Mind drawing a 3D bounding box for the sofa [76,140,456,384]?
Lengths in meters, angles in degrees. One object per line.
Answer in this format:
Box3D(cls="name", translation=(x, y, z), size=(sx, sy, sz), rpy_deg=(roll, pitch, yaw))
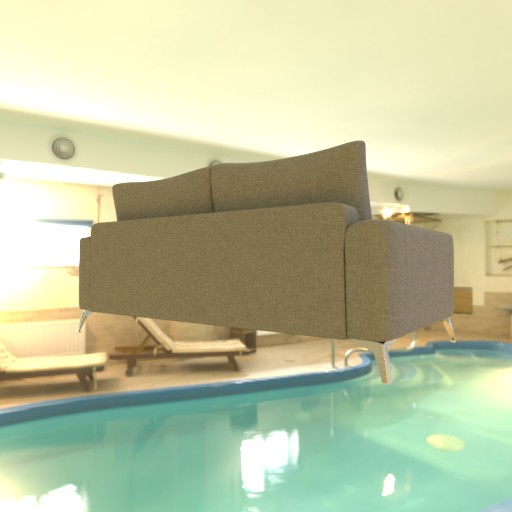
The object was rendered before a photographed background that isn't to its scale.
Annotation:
Box3D(cls="sofa", translation=(0.000, 0.000, 2.162), size=(1.650, 0.790, 0.920), rpy_deg=(-1, -1, 36))
